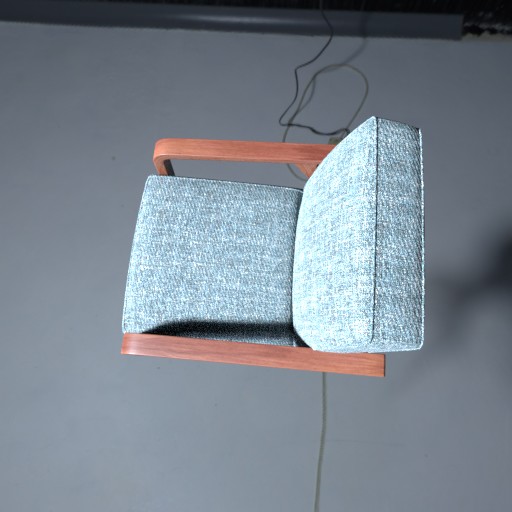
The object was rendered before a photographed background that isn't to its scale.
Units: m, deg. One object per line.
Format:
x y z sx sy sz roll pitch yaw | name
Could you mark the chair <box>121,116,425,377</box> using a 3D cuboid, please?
0.000 0.000 1.490 0.889 0.864 0.719 5 75 1 | chair
